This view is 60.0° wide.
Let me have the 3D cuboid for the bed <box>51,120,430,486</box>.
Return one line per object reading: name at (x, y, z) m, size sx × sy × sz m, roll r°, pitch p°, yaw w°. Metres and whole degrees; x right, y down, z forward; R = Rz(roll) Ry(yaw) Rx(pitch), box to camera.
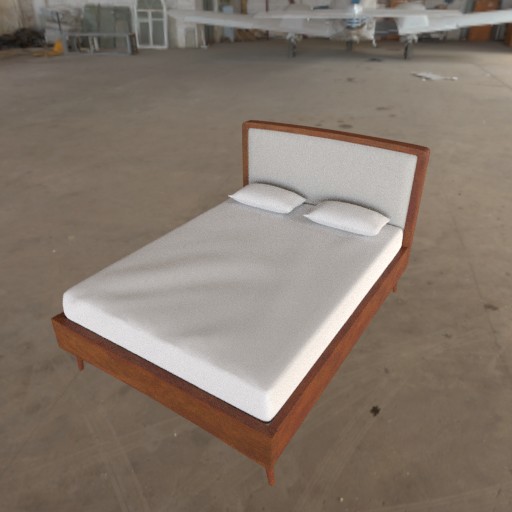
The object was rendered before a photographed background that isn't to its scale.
bed at (0.000, 0.000, 3.072) m, size 1.587 × 1.275 × 2.196 m, roll 18°, pitch 35°, yaw 28°
